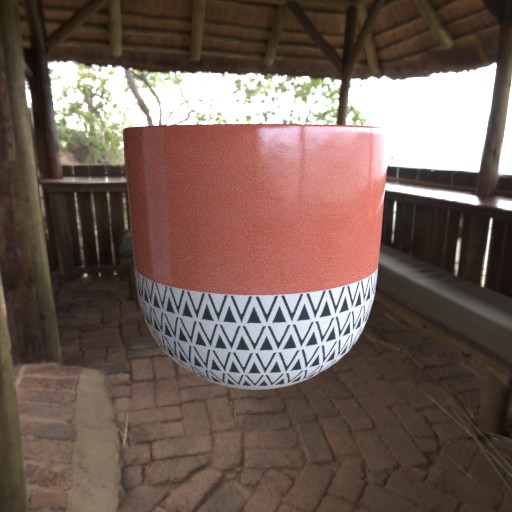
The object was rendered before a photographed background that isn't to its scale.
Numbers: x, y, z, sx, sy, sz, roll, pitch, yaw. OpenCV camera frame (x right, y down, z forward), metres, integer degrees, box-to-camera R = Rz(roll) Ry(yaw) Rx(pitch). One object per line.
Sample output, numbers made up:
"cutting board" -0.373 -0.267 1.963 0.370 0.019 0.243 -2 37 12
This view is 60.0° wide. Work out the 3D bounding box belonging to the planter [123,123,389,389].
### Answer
"planter" 0.000 0.000 0.492 0.266 0.270 0.266 0 14 0
